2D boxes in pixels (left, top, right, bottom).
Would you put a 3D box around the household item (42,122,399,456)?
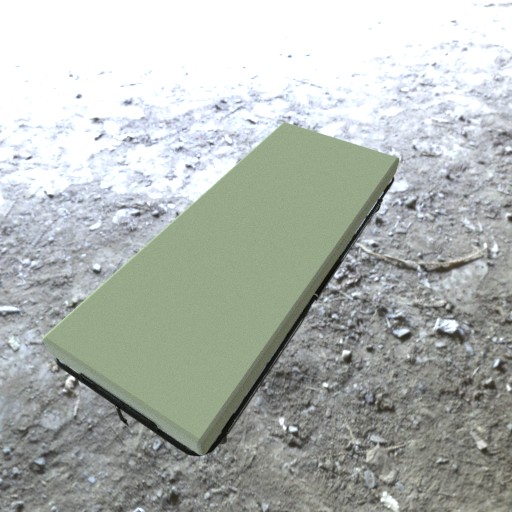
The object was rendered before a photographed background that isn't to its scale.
[{"bbox_3d":[0.000,0.000,2.187,0.787,0.356,1.905,24,51,21],"label":"household item"}]
